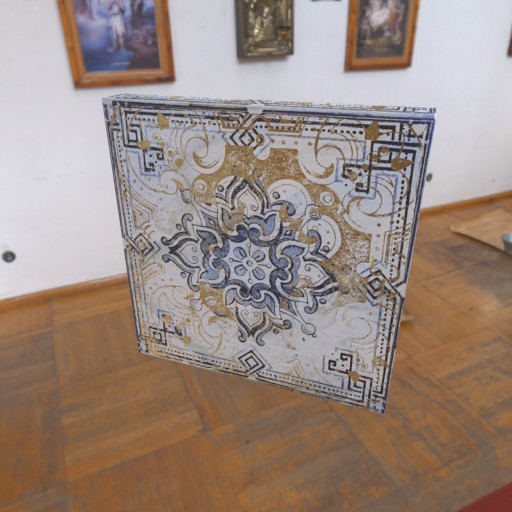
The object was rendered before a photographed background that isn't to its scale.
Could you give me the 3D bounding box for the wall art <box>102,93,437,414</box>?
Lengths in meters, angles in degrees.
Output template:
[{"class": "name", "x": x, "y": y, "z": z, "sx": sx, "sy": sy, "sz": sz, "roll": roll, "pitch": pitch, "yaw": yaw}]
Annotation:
[{"class": "wall art", "x": 0.000, "y": 0.000, "z": 0.462, "sx": 0.302, "sy": 0.306, "sz": 0.038, "roll": 9, "pitch": 28, "yaw": 18}]
